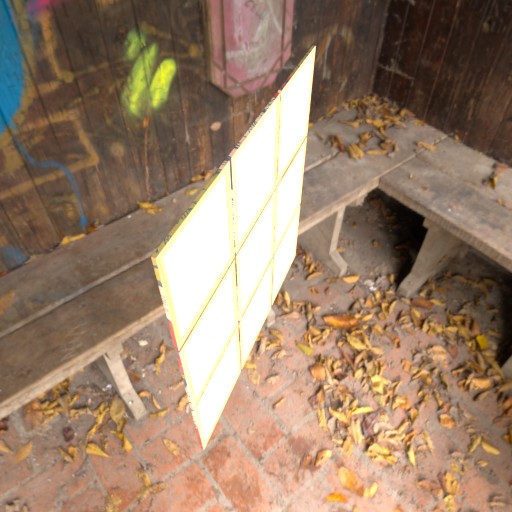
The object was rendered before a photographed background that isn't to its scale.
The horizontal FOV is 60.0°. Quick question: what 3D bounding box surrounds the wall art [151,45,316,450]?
[{"bbox_3d":[0.000,0.000,1.808,0.013,1.218,1.206,17,50,15],"label":"wall art"}]
